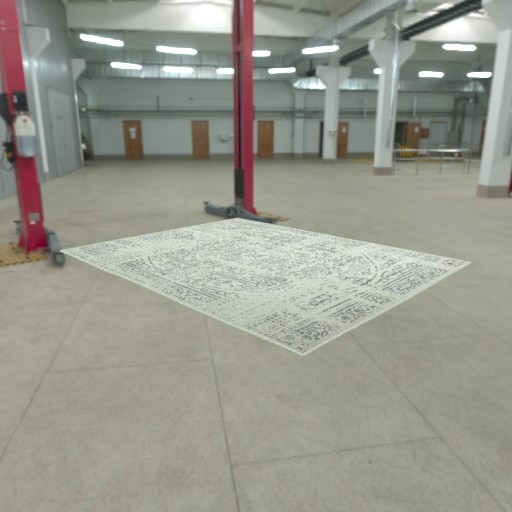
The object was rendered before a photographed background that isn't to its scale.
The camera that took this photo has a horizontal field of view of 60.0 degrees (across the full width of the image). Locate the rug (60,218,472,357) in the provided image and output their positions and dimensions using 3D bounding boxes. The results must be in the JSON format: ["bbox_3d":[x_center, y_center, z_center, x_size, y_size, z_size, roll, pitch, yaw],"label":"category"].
[{"bbox_3d":[0.000,0.000,3.963,2.921,0.032,2.311,15,21,42],"label":"rug"}]
